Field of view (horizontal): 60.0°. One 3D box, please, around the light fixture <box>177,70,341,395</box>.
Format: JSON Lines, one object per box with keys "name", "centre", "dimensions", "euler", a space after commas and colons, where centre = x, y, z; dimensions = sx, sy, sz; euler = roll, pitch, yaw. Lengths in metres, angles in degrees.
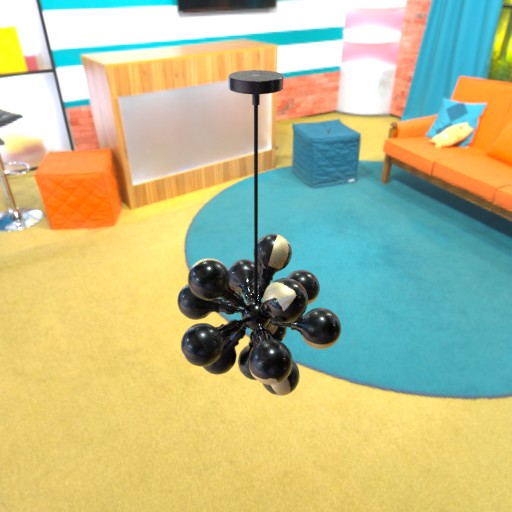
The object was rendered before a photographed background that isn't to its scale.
{"name": "light fixture", "centre": [0.000, 0.000, 1.118], "dimensions": [0.468, 0.859, 0.420], "euler": [11, 34, 16]}
